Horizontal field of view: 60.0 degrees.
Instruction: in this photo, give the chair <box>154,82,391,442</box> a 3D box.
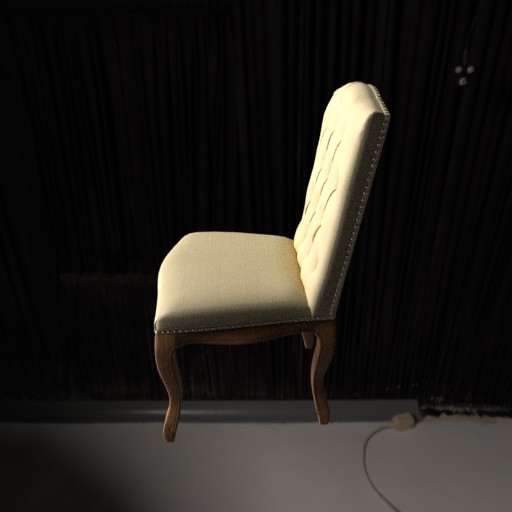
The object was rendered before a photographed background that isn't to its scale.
[{"bbox_3d":[0.000,0.000,1.589,0.715,1.165,0.623,0,27,-1],"label":"chair"}]
